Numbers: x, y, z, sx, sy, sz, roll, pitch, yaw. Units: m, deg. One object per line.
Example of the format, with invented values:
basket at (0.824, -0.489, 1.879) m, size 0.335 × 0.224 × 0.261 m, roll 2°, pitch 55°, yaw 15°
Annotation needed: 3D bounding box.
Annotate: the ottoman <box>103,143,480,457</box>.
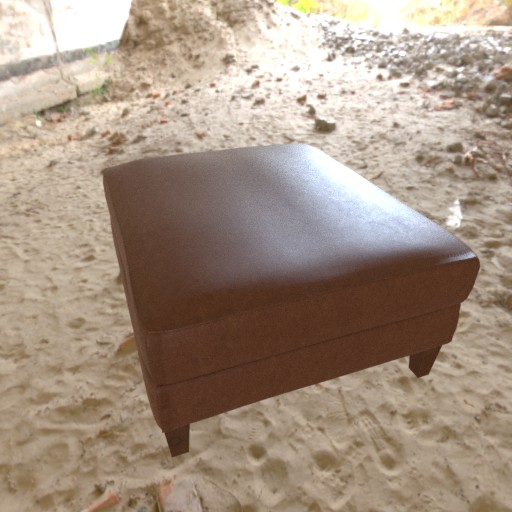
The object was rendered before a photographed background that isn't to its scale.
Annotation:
ottoman at (0.000, 0.000, 1.426) m, size 0.836 × 0.472 × 0.987 m, roll -11°, pitch 33°, yaw -18°
